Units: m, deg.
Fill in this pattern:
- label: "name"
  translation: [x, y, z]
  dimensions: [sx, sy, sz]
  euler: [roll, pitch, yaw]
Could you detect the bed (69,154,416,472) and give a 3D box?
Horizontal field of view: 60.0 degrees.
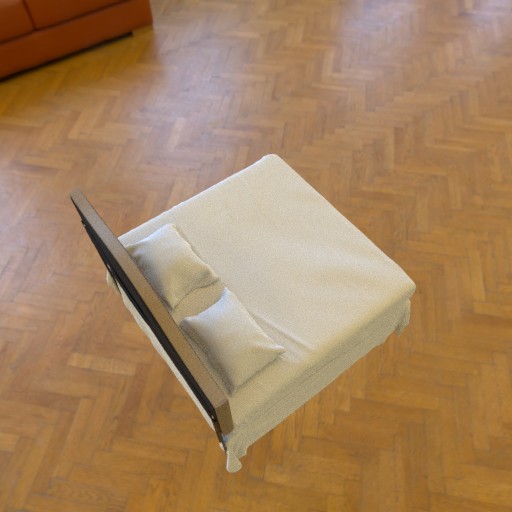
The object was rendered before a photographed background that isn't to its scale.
- label: "bed"
  translation: [0.000, 0.000, 3.752]
  dimensions: [2.222, 1.651, 2.311]
  euler: [-32, 63, -19]
